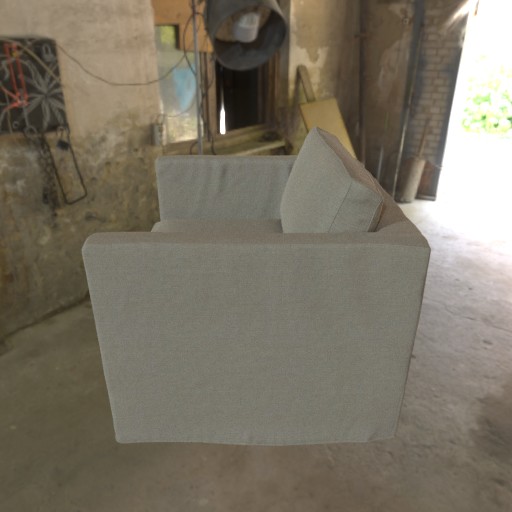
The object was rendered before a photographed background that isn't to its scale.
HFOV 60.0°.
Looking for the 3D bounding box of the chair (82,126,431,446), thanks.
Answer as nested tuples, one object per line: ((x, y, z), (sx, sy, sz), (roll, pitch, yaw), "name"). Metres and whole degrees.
((0.000, 0.000, 1.721), (0.949, 0.863, 1.057), (0, 26, 0), "chair")
